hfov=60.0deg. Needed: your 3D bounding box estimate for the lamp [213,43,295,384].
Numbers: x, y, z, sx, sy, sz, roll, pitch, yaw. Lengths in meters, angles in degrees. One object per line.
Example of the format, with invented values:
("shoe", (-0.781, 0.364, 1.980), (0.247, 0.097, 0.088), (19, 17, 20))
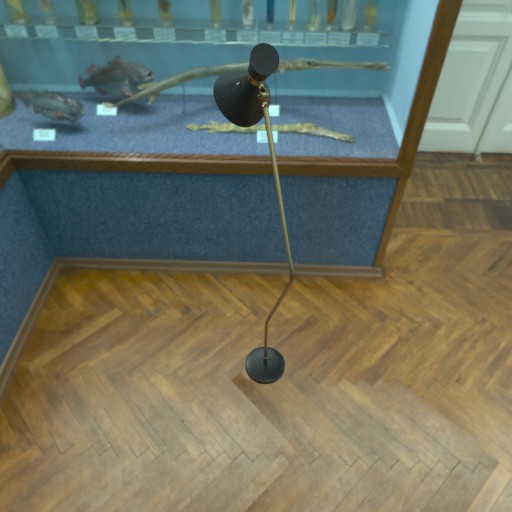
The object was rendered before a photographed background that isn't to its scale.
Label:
("lamp", (0.000, 0.000, 1.594), (0.277, 1.438, 0.467), (3, 46, 3))
